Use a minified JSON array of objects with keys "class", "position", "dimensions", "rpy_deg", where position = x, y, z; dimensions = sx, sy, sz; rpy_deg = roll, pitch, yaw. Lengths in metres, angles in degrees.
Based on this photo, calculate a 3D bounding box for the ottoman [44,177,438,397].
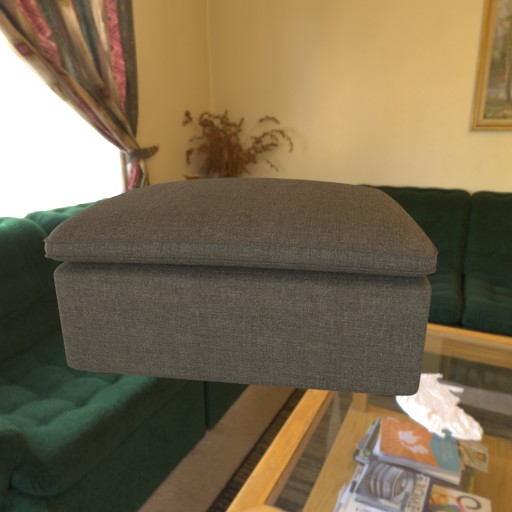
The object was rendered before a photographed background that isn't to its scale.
[{"class":"ottoman","position":[0.000,0.000,1.675],"dimensions":[1.067,0.559,1.067],"rpy_deg":[2,16,8]}]
